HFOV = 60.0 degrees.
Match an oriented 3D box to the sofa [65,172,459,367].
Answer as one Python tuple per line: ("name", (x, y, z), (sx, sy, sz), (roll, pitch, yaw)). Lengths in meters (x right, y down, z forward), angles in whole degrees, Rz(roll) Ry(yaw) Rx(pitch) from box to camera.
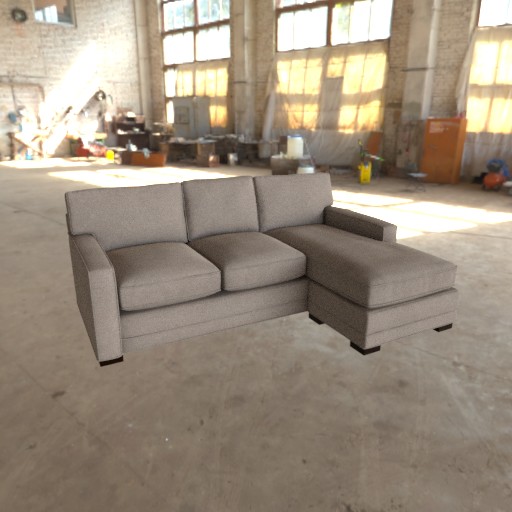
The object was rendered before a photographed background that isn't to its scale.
("sofa", (0.000, 0.000, 2.846), (2.087, 0.861, 1.496), (-9, 20, -26))
